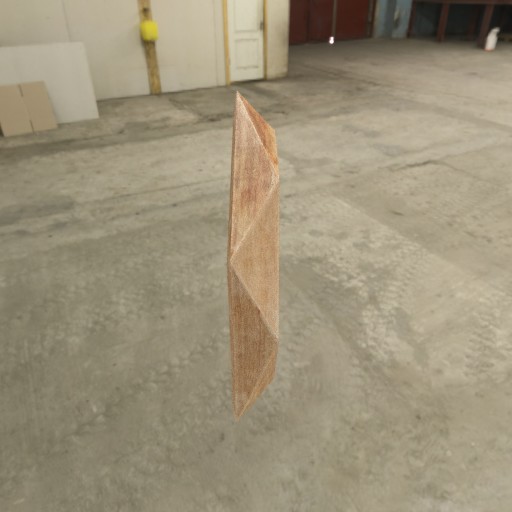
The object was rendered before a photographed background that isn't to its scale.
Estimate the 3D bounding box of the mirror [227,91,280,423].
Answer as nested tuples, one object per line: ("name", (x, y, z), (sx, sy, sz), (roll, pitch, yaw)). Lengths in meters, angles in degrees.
("mirror", (0.000, 0.000, 1.094), (0.091, 0.779, 0.675), (0, 32, 0))
